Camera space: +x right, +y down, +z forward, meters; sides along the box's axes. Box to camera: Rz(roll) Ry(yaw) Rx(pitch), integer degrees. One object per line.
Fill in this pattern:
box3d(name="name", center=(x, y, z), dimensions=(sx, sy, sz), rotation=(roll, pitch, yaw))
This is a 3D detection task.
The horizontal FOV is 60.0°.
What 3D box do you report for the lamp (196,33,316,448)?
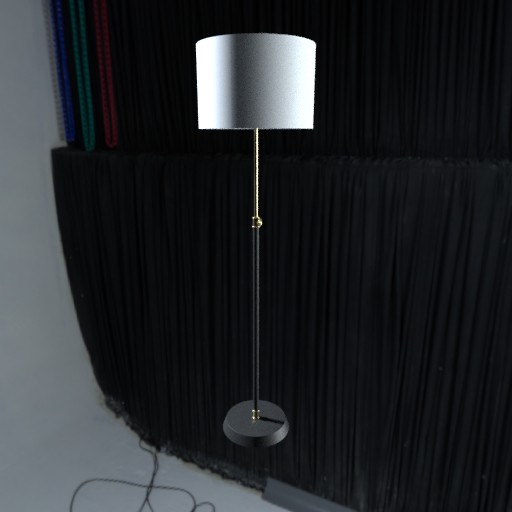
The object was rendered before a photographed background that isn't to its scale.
box3d(name="lamp", center=(0.000, 0.000, 1.709), dimensions=(0.404, 1.517, 0.404), rotation=(8, 18, 27))
